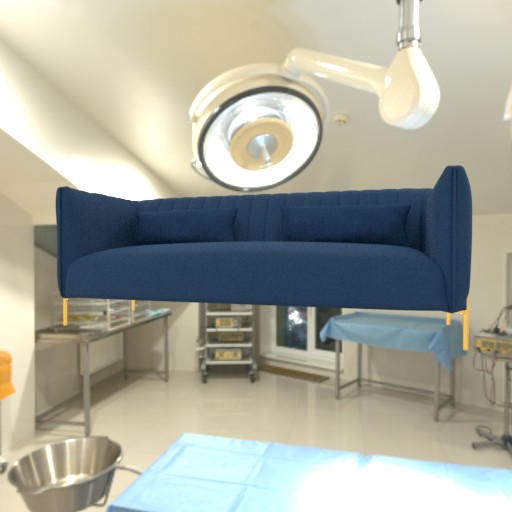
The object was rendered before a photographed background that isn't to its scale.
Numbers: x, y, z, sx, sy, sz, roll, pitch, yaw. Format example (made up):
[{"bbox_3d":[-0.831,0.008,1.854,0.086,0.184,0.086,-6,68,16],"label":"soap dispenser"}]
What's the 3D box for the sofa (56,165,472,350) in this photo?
[{"bbox_3d":[0.000,0.000,2.517,2.136,0.793,0.896,0,1,18],"label":"sofa"}]
